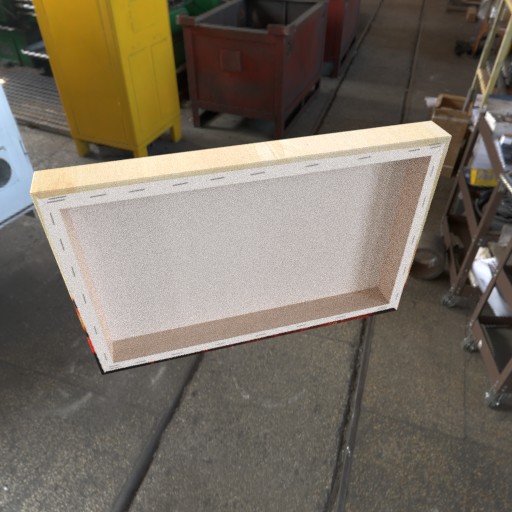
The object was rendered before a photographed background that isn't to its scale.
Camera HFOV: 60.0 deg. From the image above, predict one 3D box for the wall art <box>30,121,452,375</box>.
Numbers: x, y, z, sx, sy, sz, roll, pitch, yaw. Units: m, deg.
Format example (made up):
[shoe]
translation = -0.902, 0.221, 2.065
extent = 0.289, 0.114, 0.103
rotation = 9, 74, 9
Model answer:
[wall art]
translation = 0.000, 0.000, 0.486
extent = 0.383, 0.251, 0.037
rotation = -10, 42, -11
